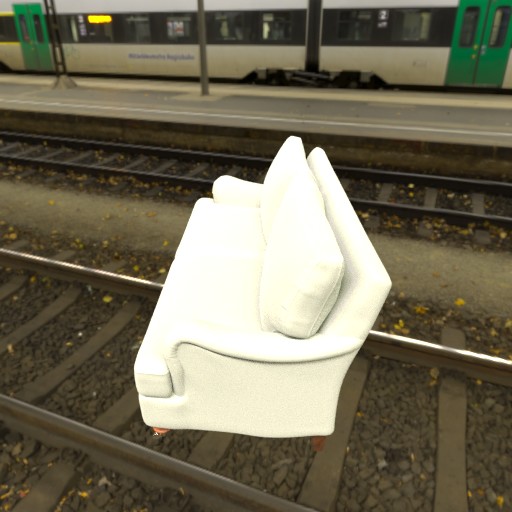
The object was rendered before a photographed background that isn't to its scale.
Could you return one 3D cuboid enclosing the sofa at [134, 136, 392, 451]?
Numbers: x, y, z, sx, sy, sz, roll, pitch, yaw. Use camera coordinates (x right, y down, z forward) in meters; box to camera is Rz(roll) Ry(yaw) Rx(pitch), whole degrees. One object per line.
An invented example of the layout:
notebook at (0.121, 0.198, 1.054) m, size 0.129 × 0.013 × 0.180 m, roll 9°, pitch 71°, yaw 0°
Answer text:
sofa at (0.000, 0.000, 2.821) m, size 1.069 × 1.096 × 2.193 m, roll 0°, pitch 27°, yaw 1°
